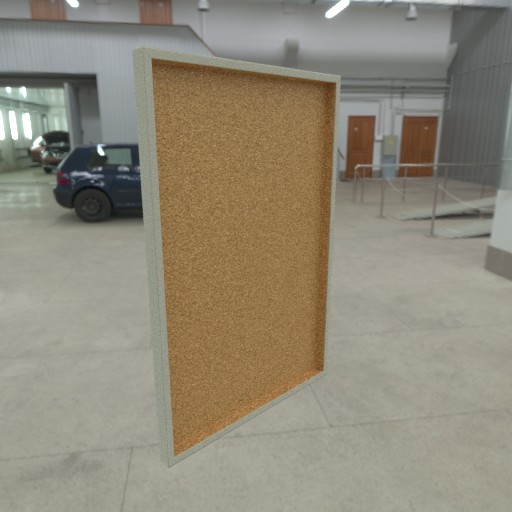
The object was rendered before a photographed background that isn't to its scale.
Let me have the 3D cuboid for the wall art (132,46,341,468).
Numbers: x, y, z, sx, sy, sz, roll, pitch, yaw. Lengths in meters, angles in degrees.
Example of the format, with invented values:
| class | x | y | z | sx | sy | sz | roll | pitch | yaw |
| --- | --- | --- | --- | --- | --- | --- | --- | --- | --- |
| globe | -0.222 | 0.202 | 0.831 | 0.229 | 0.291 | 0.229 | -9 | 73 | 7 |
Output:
| class | x | y | z | sx | sy | sz | roll | pitch | yaw |
| --- | --- | --- | --- | --- | --- | --- | --- | --- | --- |
| wall art | 0.000 | 0.000 | 1.144 | 0.610 | 0.914 | 0.038 | -14 | 21 | -42 |
